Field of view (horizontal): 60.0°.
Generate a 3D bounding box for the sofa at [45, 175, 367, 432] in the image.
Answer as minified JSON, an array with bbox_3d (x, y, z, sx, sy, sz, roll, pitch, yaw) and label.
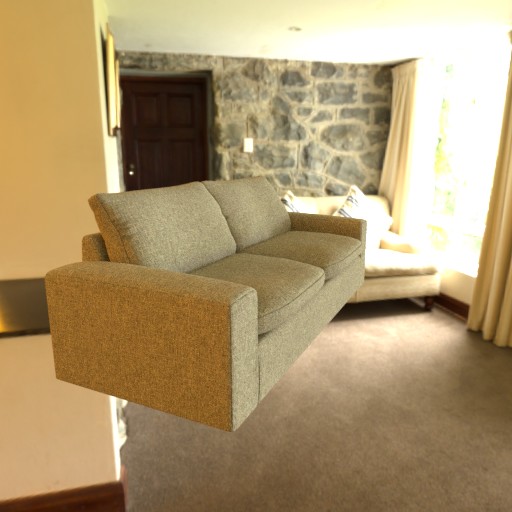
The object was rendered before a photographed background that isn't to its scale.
[{"bbox_3d":[0.000,0.000,2.826,1.040,0.922,2.299,6,15,25],"label":"sofa"}]
